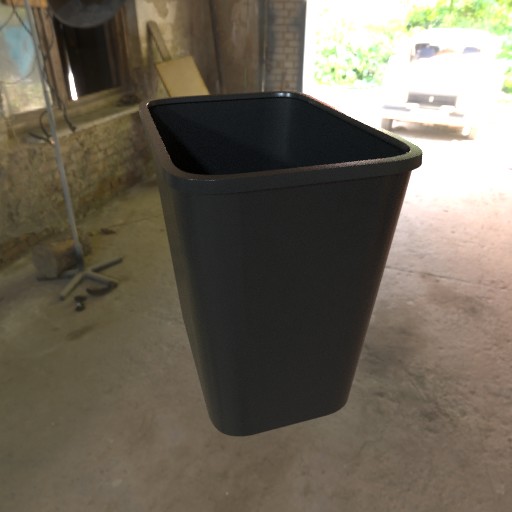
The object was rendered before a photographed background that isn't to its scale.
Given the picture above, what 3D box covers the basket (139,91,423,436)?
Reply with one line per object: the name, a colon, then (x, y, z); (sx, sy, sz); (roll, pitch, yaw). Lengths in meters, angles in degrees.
basket: (0.000, 0.000, 0.513); (0.211, 0.307, 0.300); (-9, 31, -15)
